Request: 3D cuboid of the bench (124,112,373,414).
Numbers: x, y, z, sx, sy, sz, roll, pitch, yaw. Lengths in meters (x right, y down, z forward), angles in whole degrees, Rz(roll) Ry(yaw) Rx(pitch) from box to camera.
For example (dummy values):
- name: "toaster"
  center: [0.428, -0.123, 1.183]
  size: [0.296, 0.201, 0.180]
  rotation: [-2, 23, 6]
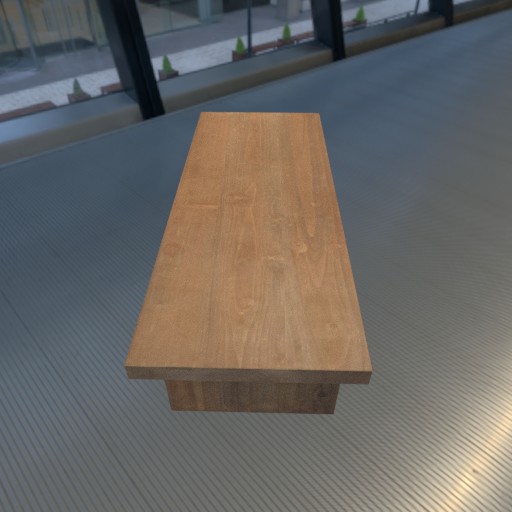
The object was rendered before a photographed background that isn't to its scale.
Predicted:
- name: "bench"
  center: [0.000, 0.000, 1.415]
  size: [0.458, 0.458, 1.183]
  rotation: [1, 40, 1]
